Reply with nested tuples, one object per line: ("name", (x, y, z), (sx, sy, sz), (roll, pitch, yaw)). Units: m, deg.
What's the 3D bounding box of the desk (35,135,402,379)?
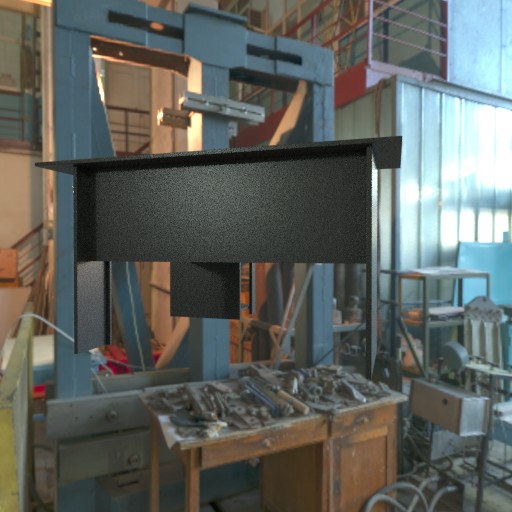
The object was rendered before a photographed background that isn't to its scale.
("desk", (0.000, 0.000, 2.113), (1.303, 0.716, 1.361), (0, 1, 17))
